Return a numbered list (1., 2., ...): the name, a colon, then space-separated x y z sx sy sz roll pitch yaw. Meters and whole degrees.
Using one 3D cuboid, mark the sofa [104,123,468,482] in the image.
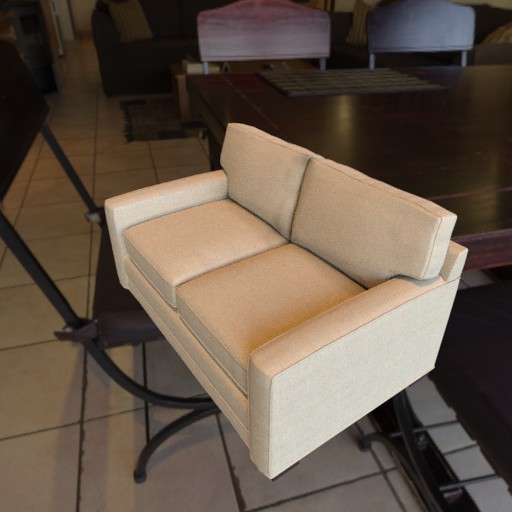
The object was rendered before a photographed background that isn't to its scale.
1. sofa: 0.000 0.000 2.083 0.942 0.853 1.484 -20 38 -29
